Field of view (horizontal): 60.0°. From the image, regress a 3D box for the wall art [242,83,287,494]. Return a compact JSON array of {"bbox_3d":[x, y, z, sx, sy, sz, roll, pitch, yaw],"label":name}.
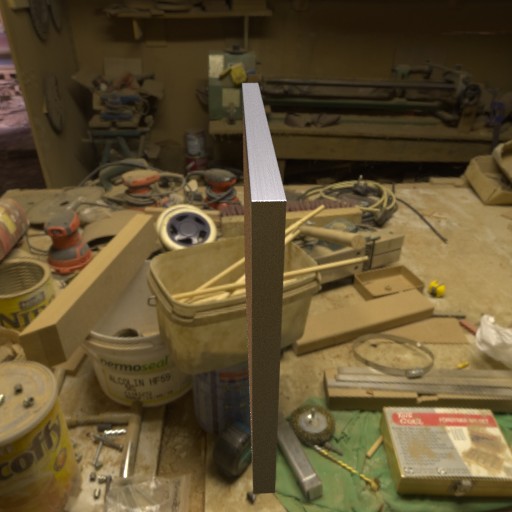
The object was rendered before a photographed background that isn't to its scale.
[{"bbox_3d":[0.000,0.000,0.752,0.032,0.456,0.557,-1,31,-2],"label":"wall art"}]
